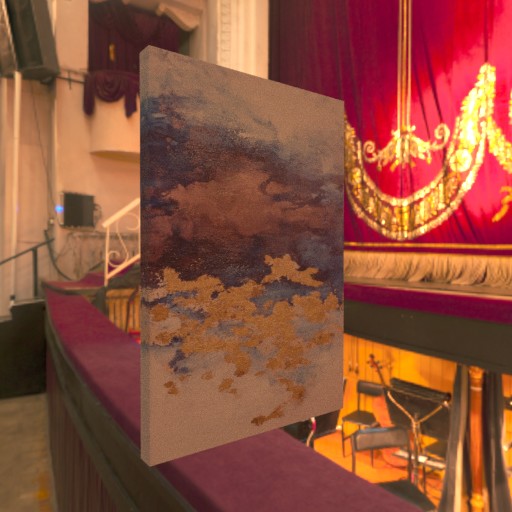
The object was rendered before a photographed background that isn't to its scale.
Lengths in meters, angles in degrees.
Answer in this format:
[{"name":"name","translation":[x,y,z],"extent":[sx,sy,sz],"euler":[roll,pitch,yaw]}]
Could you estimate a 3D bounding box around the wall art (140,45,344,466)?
[{"name":"wall art","translation":[0.000,0.000,1.108],"extent":[0.583,0.874,0.048],"euler":[0,1,-36]}]
